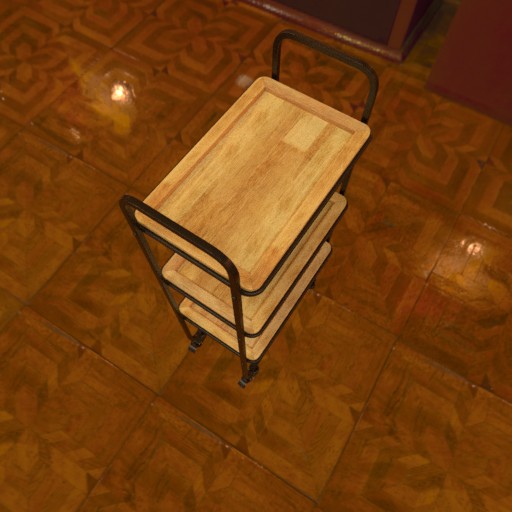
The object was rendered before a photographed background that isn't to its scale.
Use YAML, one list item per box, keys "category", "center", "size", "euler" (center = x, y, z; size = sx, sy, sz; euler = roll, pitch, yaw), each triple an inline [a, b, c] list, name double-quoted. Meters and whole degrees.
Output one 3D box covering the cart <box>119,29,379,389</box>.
- category: "cart"
  center: [0.000, 0.000, 1.305]
  size: [0.321, 1.080, 0.545]
  euler: [31, 68, 14]
